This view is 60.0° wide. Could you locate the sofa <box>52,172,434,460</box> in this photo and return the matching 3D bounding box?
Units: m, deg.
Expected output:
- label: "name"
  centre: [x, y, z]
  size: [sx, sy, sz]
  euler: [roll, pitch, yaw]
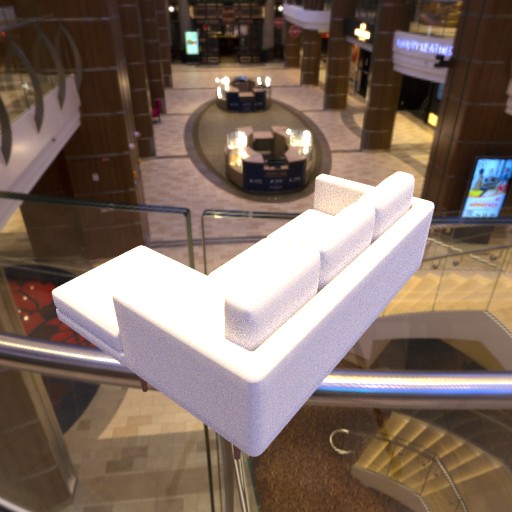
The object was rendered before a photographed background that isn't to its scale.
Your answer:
- label: "sofa"
  centre: [0.000, 0.000, 2.900]
  size: [1.580, 0.899, 2.029]
  euler: [22, 38, 31]
